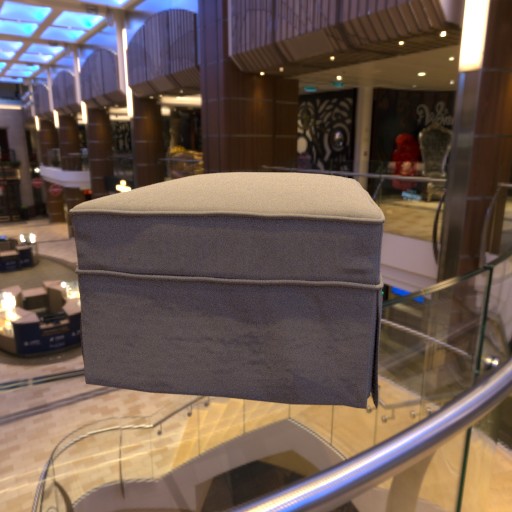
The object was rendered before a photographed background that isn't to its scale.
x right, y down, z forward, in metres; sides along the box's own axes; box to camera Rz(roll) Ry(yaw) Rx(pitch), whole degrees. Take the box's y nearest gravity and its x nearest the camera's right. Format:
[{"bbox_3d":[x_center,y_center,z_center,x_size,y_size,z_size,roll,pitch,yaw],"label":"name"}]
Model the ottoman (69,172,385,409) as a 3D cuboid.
[{"bbox_3d":[0.000,0.000,1.341,0.703,0.479,0.944,2,14,9],"label":"ottoman"}]
